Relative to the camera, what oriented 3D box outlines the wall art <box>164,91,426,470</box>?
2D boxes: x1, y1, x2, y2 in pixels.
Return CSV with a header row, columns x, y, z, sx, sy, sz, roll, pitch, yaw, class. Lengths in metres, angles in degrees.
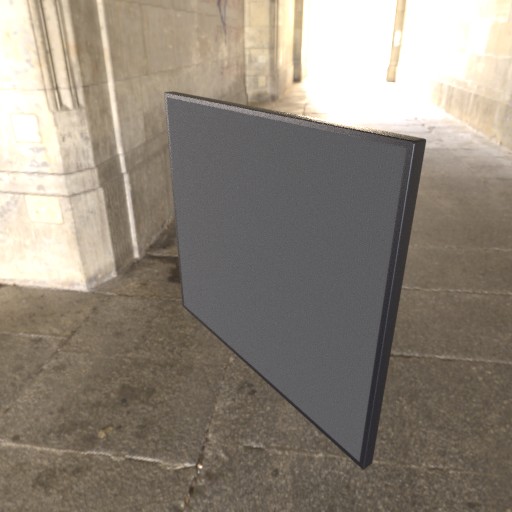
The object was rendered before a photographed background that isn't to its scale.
x,y,z,sx,sy,sz,roll,pitch,yaw,class
0.000,0.000,0.705,0.018,0.450,0.521,-18,32,-33,wall art
